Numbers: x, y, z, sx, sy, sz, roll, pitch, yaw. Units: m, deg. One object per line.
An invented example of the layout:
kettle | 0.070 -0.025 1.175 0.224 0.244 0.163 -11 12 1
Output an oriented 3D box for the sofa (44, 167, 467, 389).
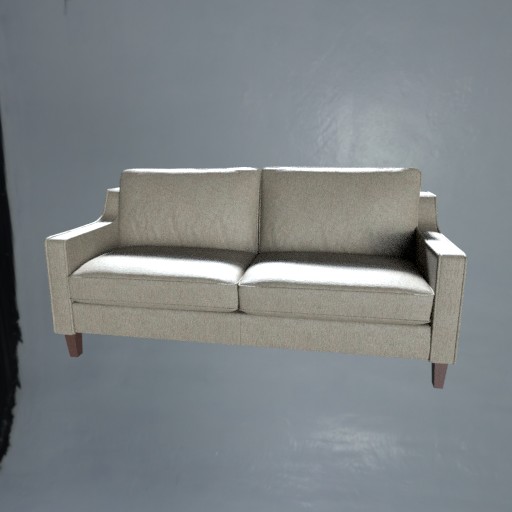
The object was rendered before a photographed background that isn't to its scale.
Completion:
sofa | 0.000 0.000 2.750 2.181 1.074 1.073 2 14 9
